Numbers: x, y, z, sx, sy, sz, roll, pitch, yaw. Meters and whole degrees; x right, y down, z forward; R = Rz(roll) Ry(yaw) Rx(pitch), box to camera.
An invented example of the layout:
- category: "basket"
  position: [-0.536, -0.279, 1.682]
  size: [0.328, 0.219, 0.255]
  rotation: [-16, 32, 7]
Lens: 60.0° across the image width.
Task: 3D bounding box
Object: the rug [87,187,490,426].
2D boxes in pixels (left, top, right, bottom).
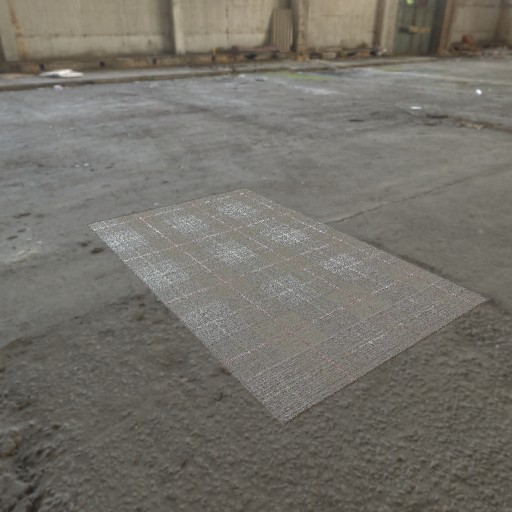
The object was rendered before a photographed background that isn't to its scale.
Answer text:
- category: "rug"
  position: [0.000, 0.000, 3.021]
  size: [1.549, 0.010, 2.464]
  rotation: [-19, 33, -32]
